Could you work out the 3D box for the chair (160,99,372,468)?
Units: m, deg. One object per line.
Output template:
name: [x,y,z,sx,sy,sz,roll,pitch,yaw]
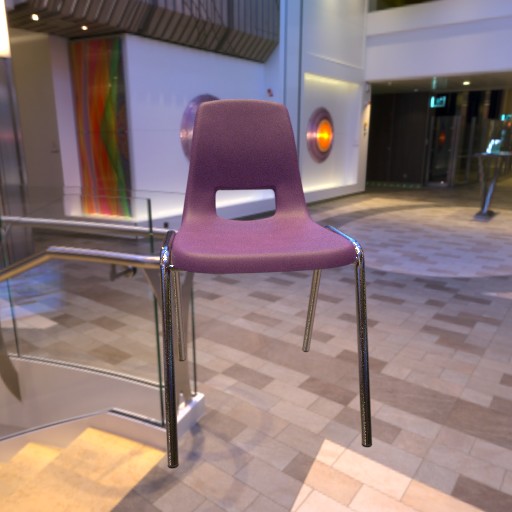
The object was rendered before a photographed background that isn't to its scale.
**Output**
chair: [0.000,0.000,0.927,0.381,0.654,0.432,-2,15,-8]
